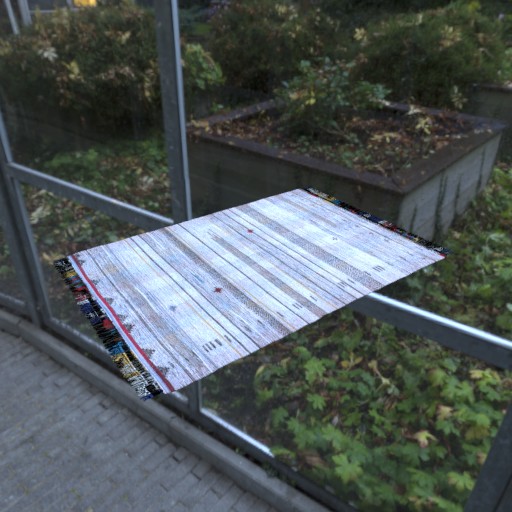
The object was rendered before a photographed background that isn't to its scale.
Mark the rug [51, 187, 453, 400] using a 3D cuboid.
[{"bbox_3d":[0.000,0.000,2.399,1.848,0.012,1.217,-20,36,-30],"label":"rug"}]
